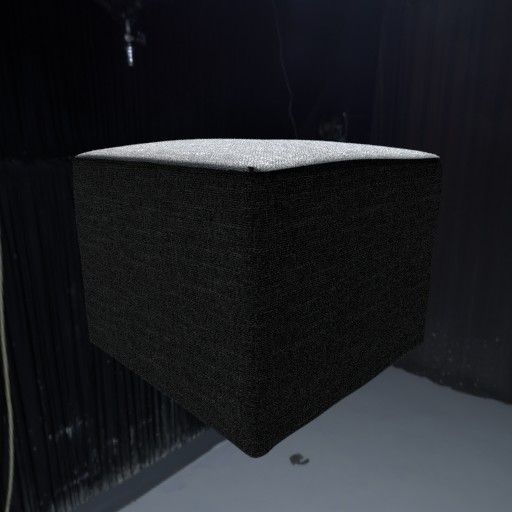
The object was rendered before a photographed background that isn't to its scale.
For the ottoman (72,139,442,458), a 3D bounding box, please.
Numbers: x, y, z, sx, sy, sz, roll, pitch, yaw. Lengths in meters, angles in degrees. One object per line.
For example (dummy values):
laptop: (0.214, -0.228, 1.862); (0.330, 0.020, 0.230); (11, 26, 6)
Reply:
ottoman: (0.000, 0.000, 0.890); (0.512, 0.453, 0.521); (-15, 21, -43)
